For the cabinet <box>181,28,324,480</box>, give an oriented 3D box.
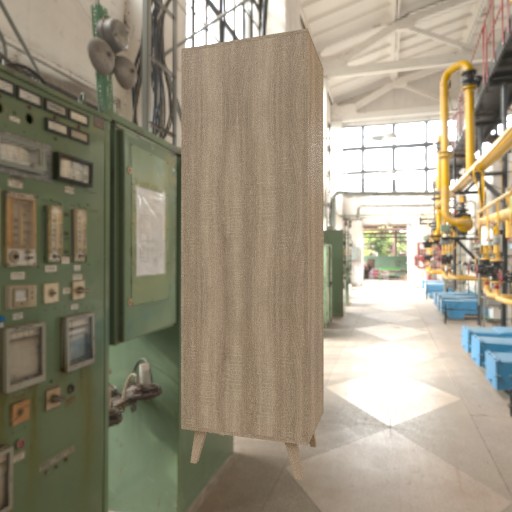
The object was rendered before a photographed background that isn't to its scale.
[{"bbox_3d":[0.000,0.000,2.077,0.570,1.850,0.400,0,0,18],"label":"cabinet"}]
